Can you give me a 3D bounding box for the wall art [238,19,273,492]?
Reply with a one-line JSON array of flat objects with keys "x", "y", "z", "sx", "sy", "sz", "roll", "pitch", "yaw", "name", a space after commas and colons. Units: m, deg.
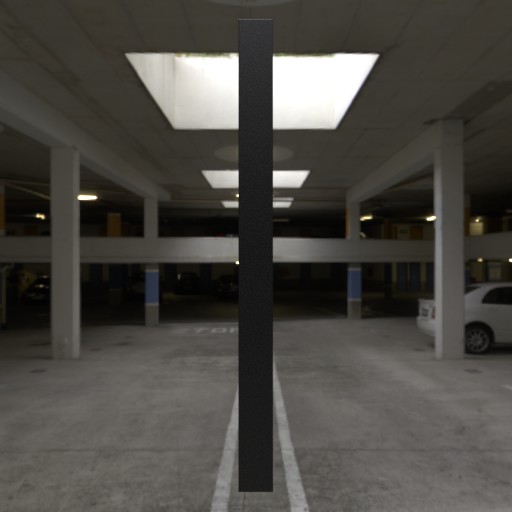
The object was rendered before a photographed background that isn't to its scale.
[{"x": 0.000, "y": 0.000, "z": 0.519, "sx": 0.028, "sy": 0.380, "sz": 0.325, "roll": 0, "pitch": 0, "yaw": 0, "name": "wall art"}]
